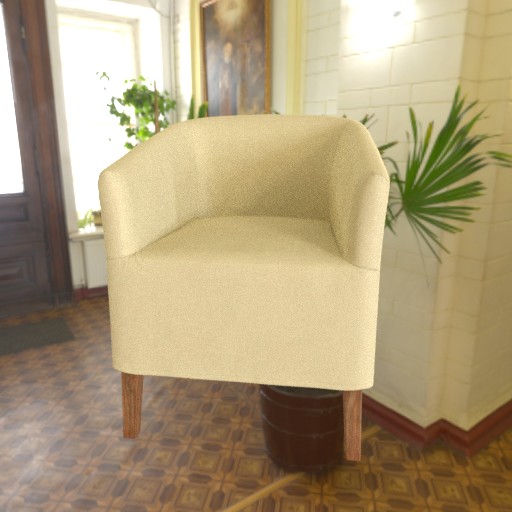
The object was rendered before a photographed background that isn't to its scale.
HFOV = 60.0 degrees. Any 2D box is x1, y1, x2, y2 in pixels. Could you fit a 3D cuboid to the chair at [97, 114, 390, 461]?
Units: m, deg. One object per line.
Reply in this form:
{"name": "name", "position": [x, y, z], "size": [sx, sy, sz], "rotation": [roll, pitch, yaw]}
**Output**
{"name": "chair", "position": [0.000, 0.000, 1.289], "size": [0.643, 0.822, 0.657], "rotation": [2, 14, 8]}
